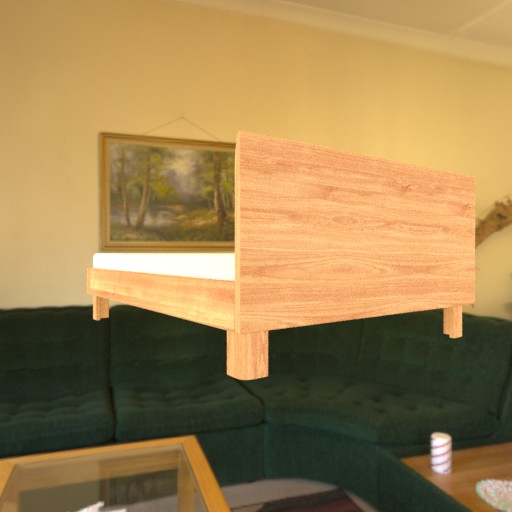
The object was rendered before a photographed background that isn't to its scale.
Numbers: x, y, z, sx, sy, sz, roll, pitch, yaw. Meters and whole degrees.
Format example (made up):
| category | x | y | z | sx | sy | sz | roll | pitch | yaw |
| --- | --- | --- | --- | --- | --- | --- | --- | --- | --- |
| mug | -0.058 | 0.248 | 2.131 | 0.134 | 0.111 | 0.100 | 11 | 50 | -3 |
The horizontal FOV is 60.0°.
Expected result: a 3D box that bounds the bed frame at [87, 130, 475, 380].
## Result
| category | x | y | z | sx | sy | sz | roll | pitch | yaw |
| --- | --- | --- | --- | --- | --- | --- | --- | --- | --- |
| bed frame | 0.000 | 0.000 | 2.961 | 1.660 | 0.940 | 2.092 | 0 | 0 | -36 |
